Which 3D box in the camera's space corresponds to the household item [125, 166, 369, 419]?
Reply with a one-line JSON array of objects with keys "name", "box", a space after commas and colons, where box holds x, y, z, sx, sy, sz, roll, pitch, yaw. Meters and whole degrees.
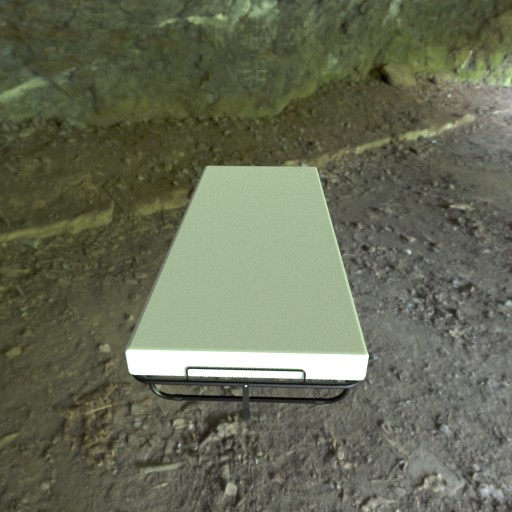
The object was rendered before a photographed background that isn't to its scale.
[{"name": "household item", "box": [0.000, 0.000, 2.234, 0.787, 0.356, 1.905, 1, 29, 2]}]
